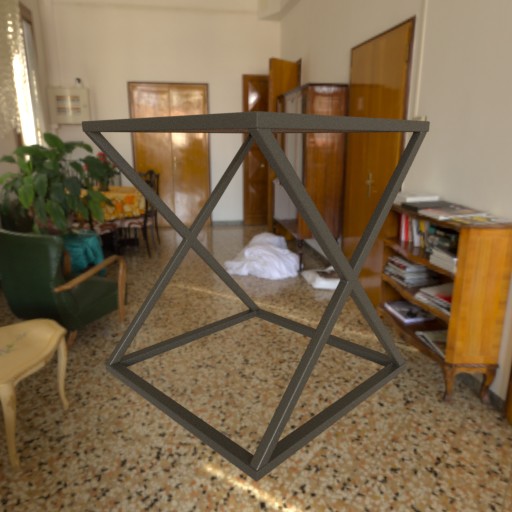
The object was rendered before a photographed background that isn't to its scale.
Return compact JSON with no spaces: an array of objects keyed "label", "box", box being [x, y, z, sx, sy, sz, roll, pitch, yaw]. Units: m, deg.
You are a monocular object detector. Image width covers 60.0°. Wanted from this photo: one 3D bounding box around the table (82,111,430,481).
[{"label":"table","box":[0.000,0.000,0.971,0.500,0.565,0.500,14,21,43]}]
